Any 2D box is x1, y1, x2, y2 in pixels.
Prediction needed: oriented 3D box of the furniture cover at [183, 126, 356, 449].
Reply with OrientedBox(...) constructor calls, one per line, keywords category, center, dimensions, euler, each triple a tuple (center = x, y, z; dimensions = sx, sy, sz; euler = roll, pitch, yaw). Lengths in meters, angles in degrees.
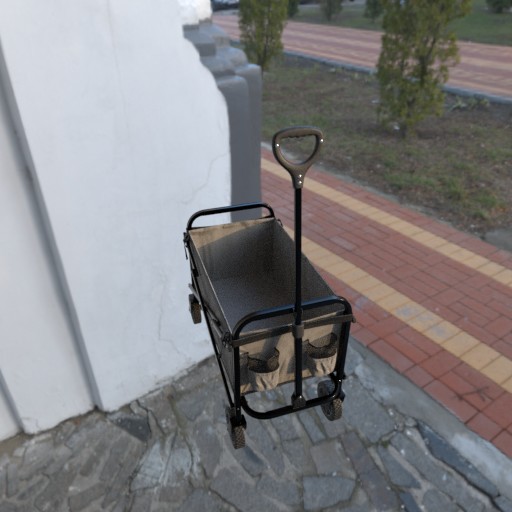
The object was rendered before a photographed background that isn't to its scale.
OrientedBox(category="furniture cover", center=(0.000, 0.000, 1.874), dimensions=(0.532, 1.295, 1.038), euler=(-10, 34, -15))
